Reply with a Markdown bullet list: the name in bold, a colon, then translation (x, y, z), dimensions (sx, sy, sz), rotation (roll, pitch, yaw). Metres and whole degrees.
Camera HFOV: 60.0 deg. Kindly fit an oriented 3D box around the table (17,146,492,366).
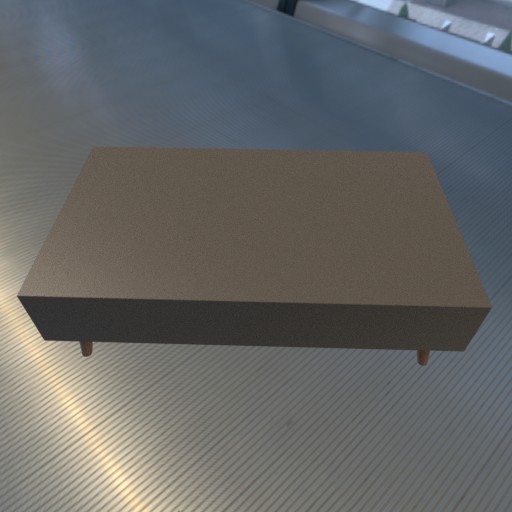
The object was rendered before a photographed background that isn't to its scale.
- **table**: translation (0.000, 0.000, 1.505), dimensions (1.201, 0.404, 0.703), rotation (1, 46, 1)
